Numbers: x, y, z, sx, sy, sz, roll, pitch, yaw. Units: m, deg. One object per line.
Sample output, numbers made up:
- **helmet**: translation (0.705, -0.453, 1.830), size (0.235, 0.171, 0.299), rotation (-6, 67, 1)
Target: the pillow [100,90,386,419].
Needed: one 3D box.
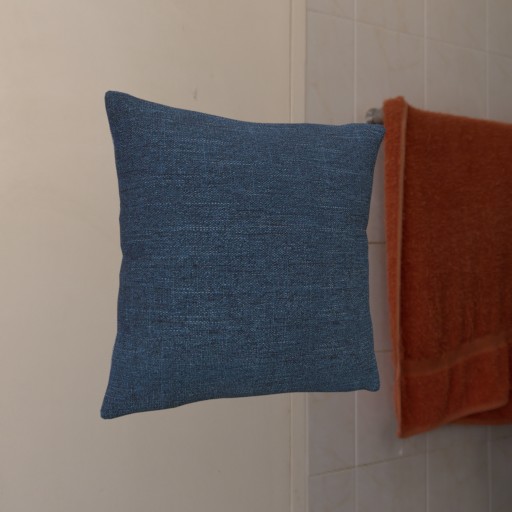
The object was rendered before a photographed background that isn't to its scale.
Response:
- **pillow**: translation (0.000, 0.000, 0.657), size (0.435, 0.435, 0.159), rotation (0, 0, -19)
